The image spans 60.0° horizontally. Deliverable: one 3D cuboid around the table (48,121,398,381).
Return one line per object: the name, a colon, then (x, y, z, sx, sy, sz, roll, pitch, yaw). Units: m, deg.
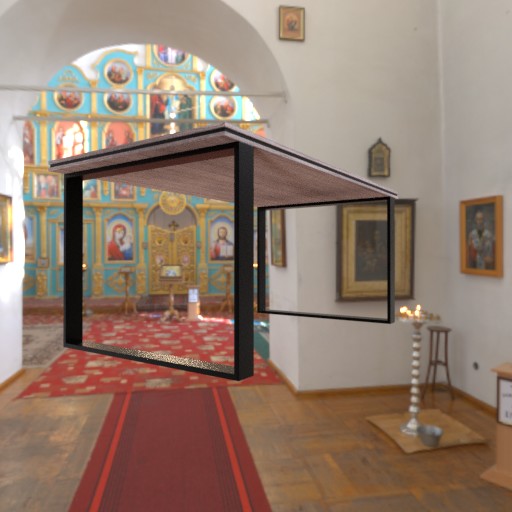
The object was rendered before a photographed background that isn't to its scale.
table: (0.000, 0.000, 2.128, 0.881, 0.736, 1.579, 0, 0, 35)
